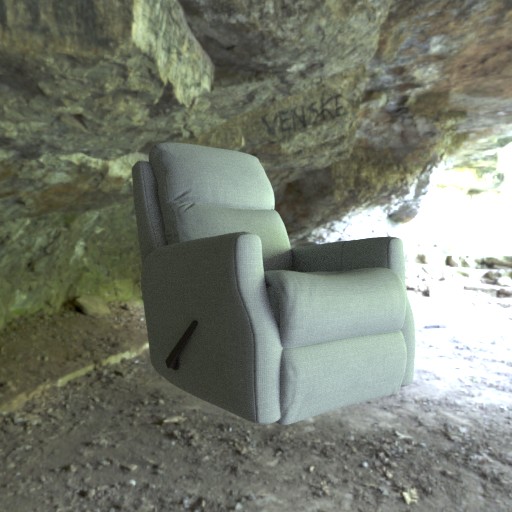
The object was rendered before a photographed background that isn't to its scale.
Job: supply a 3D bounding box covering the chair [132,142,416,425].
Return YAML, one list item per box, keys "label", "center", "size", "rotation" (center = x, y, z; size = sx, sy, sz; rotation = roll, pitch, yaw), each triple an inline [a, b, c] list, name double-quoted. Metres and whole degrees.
- label: "chair"
  center: [0.000, 0.000, 1.804]
  size: [0.829, 1.030, 1.080]
  rotation: [0, 1, -35]
